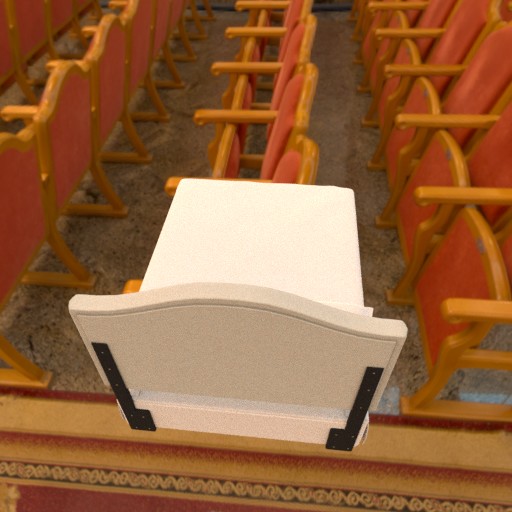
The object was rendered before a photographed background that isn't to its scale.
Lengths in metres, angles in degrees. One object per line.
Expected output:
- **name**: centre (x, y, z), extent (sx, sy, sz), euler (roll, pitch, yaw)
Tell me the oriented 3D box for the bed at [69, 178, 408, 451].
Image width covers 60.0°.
- **bed**: centre (0.000, 0.000, 3.394), extent (1.813, 1.607, 2.180), euler (4, 46, 4)
